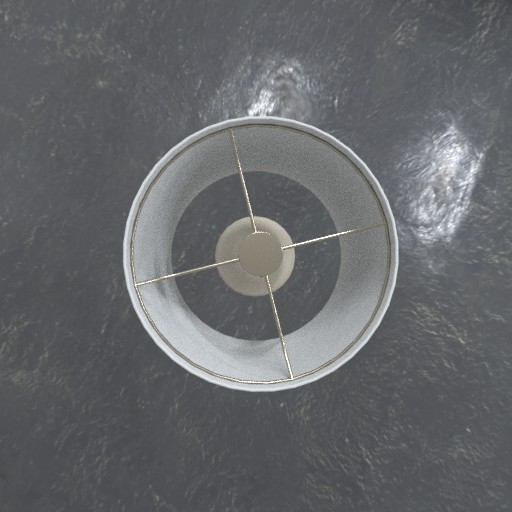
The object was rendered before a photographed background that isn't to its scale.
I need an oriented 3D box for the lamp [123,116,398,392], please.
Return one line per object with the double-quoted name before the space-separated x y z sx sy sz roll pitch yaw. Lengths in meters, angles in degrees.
"lamp" 0.000 0.000 0.591 0.220 0.475 0.220 0 90 -1
